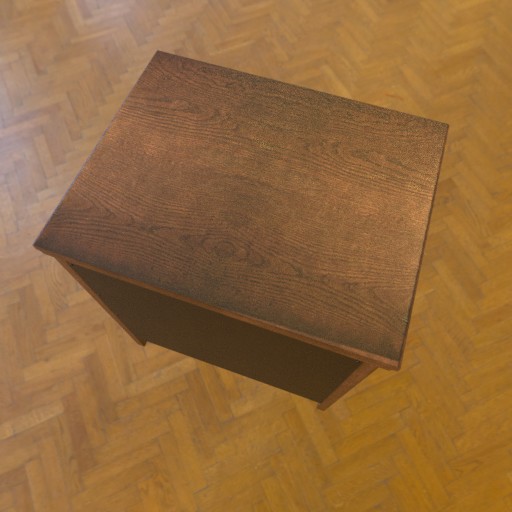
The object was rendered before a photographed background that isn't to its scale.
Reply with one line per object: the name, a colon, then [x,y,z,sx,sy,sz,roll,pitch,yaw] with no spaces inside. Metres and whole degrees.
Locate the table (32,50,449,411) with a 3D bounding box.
table: [0.000,0.000,1.014,0.586,0.597,0.461,17,66,8]
